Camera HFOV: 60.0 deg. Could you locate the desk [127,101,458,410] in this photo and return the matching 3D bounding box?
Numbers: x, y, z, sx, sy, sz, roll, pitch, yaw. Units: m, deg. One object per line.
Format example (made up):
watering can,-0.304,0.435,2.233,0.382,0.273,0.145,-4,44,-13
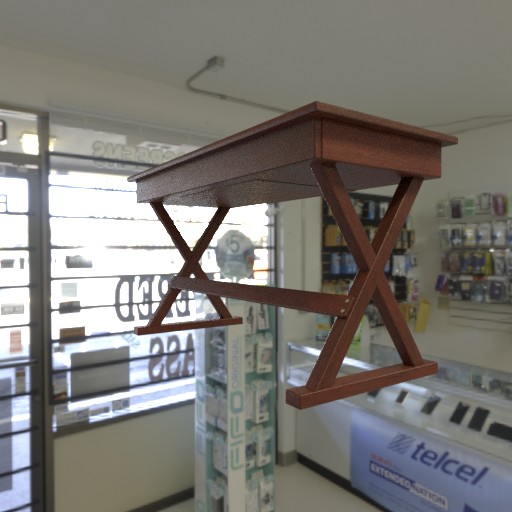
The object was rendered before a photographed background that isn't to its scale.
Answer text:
desk,0.000,0.000,1.793,0.600,0.761,1.372,-1,1,-35
